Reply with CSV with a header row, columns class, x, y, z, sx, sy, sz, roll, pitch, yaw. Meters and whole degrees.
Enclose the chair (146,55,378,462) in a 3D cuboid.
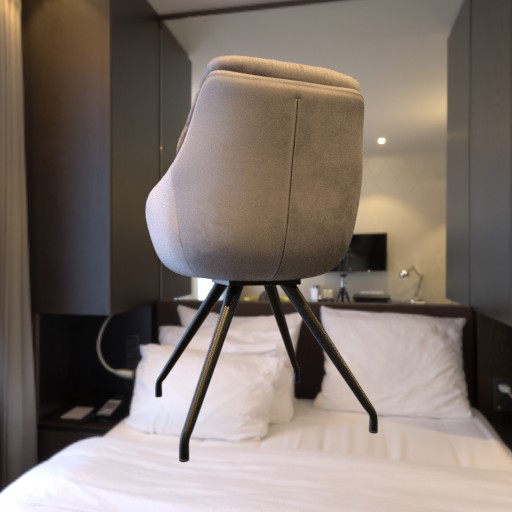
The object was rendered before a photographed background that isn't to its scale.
class,x,y,z,sx,sy,sz,roll,pitch,yaw
chair,0.000,0.000,1.242,0.579,0.888,0.569,0,0,-19
